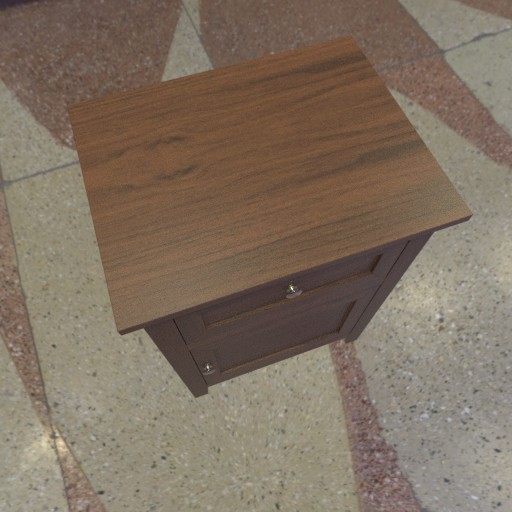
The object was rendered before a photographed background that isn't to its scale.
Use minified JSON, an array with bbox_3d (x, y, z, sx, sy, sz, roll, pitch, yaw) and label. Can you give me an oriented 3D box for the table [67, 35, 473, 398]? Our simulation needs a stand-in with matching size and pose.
[{"bbox_3d":[0.000,0.000,0.919,0.480,0.636,0.381,-18,65,-9],"label":"table"}]
